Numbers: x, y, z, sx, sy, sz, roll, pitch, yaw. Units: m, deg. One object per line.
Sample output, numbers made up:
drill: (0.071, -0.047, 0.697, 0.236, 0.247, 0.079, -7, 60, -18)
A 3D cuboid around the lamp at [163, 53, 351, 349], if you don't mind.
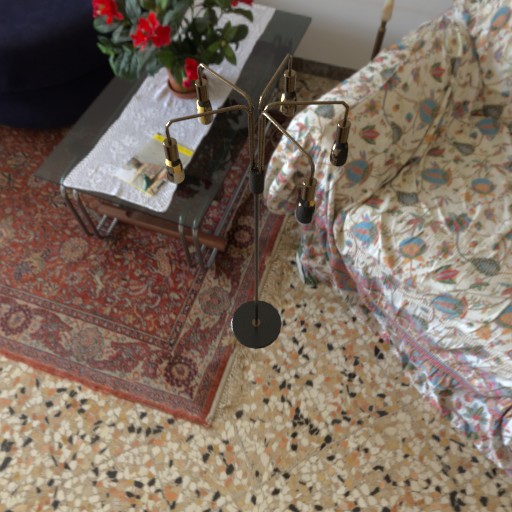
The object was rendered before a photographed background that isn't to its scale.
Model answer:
lamp: (0.000, 0.000, 2.027, 0.599, 1.721, 0.572, -14, 60, -8)
